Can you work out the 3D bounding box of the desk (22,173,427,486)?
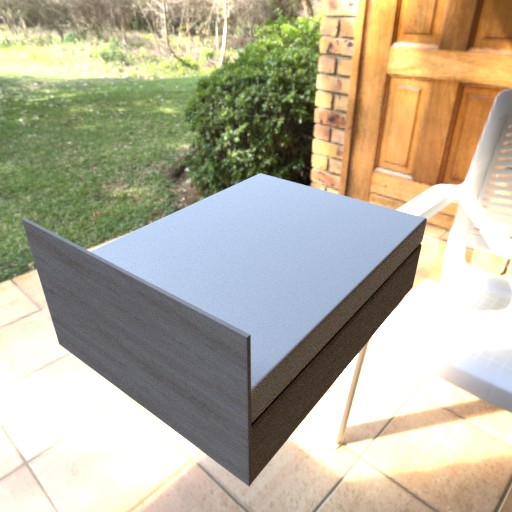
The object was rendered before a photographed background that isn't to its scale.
[{"bbox_3d":[0.000,0.000,2.628,1.400,0.800,1.900,22,37,32],"label":"desk"}]
